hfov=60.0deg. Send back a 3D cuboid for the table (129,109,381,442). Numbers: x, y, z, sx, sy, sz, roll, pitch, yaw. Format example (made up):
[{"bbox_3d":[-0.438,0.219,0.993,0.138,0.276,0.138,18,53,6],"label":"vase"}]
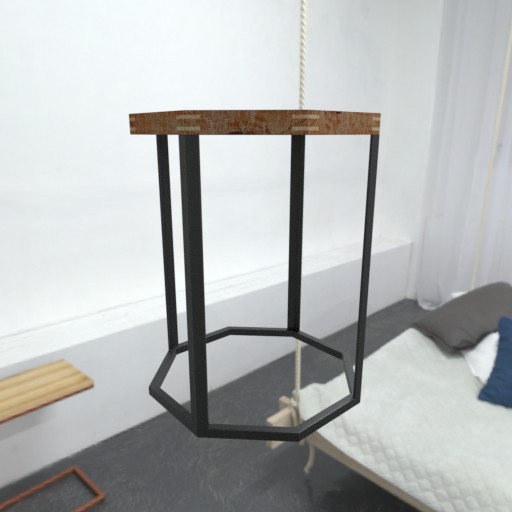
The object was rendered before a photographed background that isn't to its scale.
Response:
[{"bbox_3d":[0.000,0.000,0.898,0.458,0.543,0.458,8,17,25],"label":"table"}]
